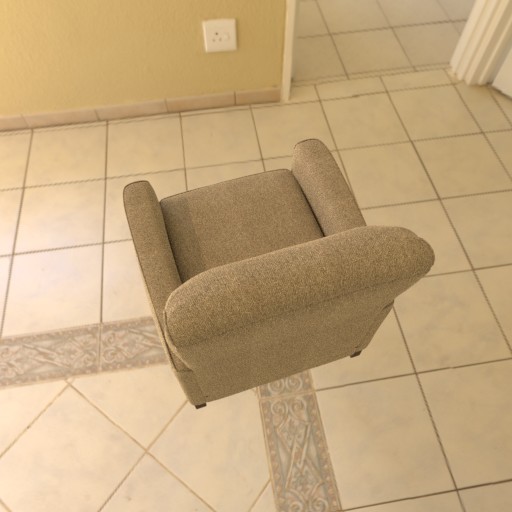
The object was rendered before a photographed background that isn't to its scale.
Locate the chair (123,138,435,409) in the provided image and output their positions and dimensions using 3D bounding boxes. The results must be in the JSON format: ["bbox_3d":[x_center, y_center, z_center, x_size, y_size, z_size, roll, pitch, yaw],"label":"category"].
[{"bbox_3d":[0.000,0.000,1.639,0.841,1.028,0.858,-16,60,-9],"label":"chair"}]
